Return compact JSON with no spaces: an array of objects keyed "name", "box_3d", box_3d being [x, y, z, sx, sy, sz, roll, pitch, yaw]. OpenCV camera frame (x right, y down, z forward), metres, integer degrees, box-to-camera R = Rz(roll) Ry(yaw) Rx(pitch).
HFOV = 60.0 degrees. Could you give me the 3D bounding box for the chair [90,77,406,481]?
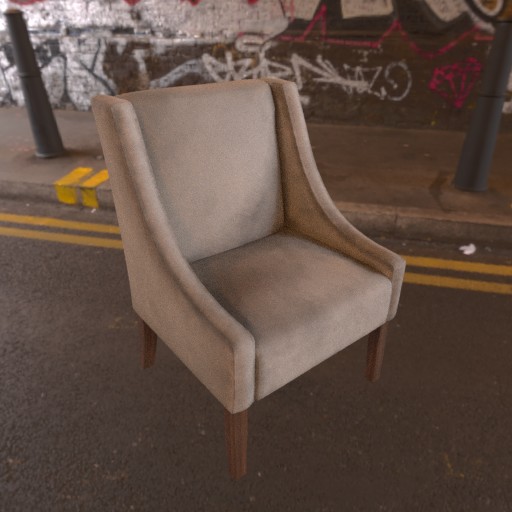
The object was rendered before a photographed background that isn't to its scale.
[{"name":"chair","box_3d":[0.000,0.000,1.302,0.629,0.895,0.629,-21,35,-33]}]
